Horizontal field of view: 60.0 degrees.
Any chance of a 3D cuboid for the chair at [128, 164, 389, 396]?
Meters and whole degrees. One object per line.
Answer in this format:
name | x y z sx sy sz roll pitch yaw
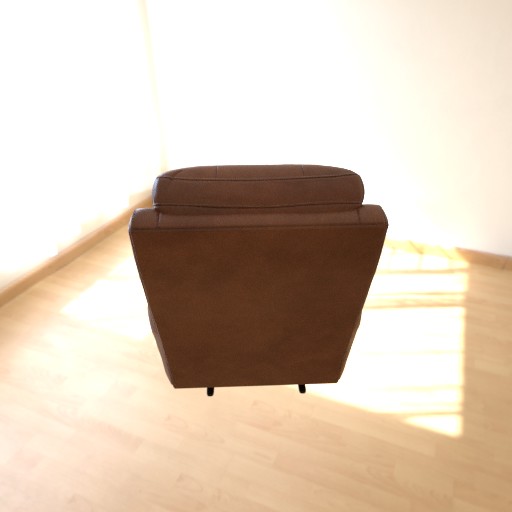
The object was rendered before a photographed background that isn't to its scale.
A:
chair | 0.000 0.000 1.795 0.821 1.016 1.072 -1 30 -2
